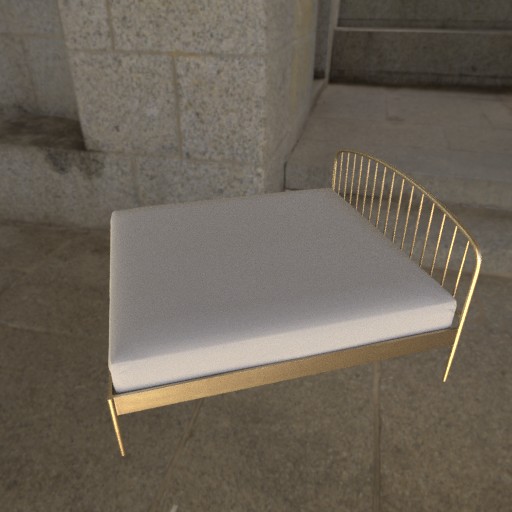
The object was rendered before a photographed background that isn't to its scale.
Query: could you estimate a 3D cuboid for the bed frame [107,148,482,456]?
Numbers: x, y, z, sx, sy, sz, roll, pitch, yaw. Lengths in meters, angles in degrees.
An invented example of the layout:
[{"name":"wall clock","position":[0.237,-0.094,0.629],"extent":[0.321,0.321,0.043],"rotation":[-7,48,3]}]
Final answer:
[{"name":"bed frame","position":[0.000,0.000,3.304],"extent":[2.152,1.174,2.016],"rotation":[-8,31,-13]}]
